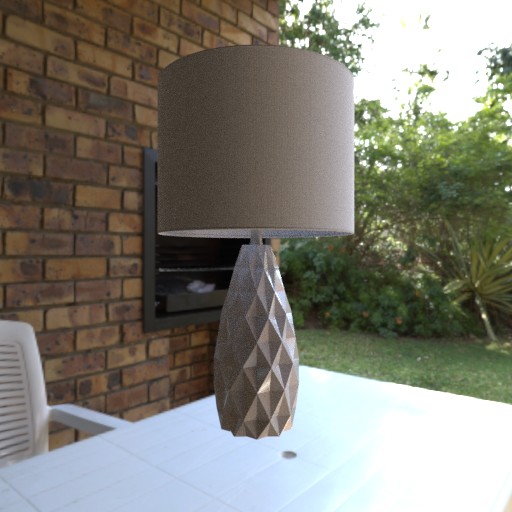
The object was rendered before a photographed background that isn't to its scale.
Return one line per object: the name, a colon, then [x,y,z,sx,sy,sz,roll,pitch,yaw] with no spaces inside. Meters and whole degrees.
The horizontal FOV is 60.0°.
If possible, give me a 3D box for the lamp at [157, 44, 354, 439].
lamp: [0.000,0.000,0.685,0.297,0.522,0.297,0,0,0]
